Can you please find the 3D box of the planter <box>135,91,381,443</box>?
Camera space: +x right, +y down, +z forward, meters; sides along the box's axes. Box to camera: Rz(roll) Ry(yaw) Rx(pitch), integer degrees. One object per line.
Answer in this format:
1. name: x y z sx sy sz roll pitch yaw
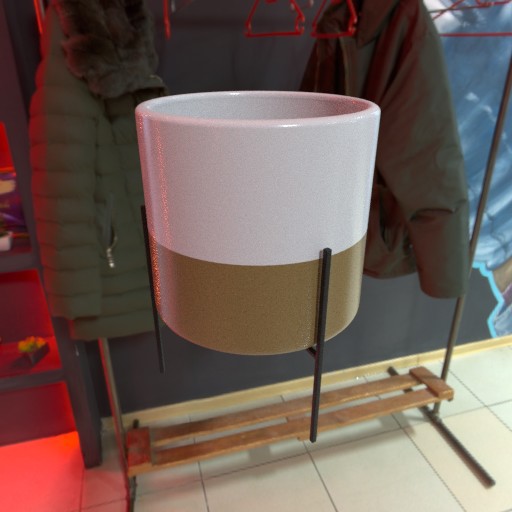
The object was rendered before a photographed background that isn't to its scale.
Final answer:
1. planter: 0.000 0.000 0.653 0.310 0.432 0.310 7 27 15
